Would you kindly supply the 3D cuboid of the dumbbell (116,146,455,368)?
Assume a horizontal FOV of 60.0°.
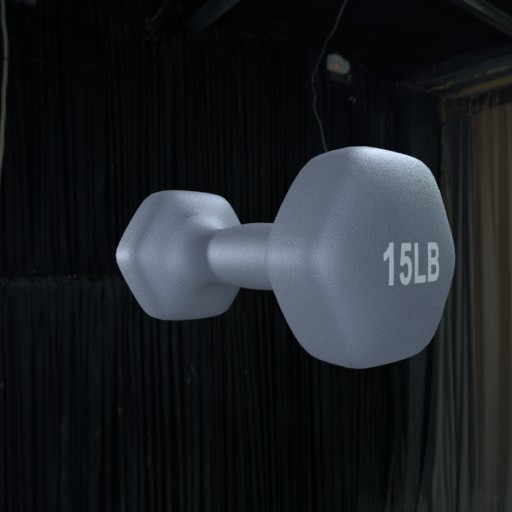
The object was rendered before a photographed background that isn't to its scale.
[{"bbox_3d":[0.000,0.000,0.298,0.116,0.105,0.240,0,1,-38],"label":"dumbbell"}]
